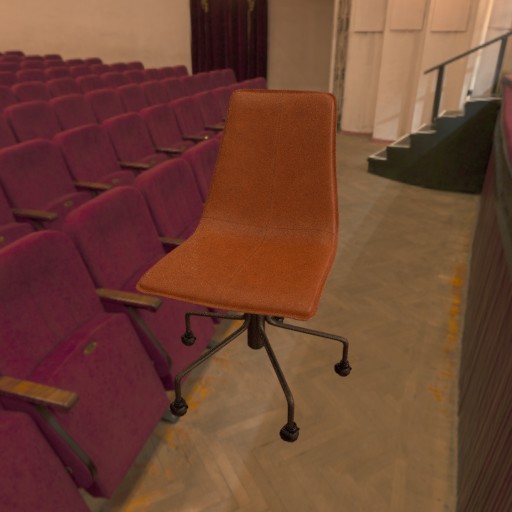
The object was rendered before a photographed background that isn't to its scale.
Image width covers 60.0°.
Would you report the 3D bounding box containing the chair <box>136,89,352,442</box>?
[{"bbox_3d":[0.000,0.000,1.378,0.651,0.920,0.660,8,27,15],"label":"chair"}]
